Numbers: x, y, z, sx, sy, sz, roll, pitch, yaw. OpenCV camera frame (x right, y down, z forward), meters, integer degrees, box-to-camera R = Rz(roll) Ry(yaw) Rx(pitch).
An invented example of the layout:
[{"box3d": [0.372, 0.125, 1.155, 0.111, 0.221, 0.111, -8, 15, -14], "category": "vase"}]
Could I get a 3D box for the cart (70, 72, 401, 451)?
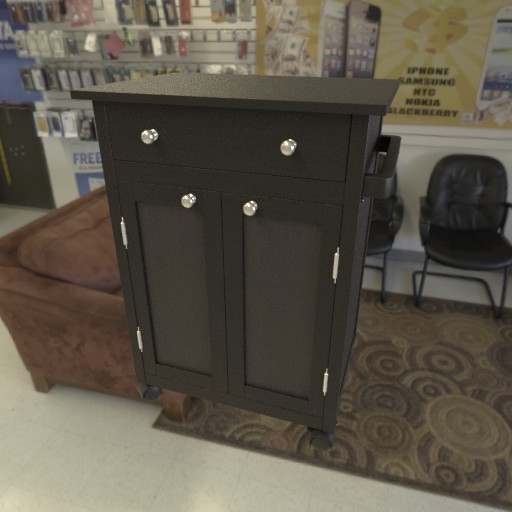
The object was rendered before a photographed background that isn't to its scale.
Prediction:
[{"box3d": [0.000, 0.000, 1.211, 0.660, 0.879, 0.456, 9, 28, 17], "category": "cart"}]
